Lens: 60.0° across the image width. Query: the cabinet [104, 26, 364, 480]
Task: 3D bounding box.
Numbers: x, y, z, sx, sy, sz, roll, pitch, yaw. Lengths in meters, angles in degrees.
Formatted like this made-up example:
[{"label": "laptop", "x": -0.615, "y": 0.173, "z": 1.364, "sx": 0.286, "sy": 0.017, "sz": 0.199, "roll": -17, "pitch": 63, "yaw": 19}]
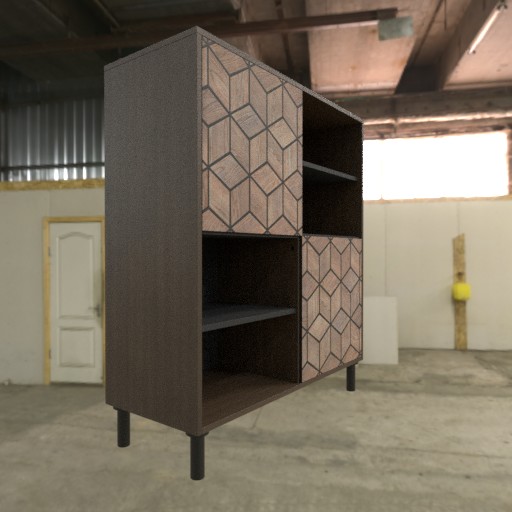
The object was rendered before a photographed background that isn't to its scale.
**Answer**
[{"label": "cabinet", "x": 0.000, "y": 0.000, "z": 1.644, "sx": 0.400, "sy": 1.170, "sz": 1.010, "roll": 0, "pitch": 1, "yaw": 37}]
